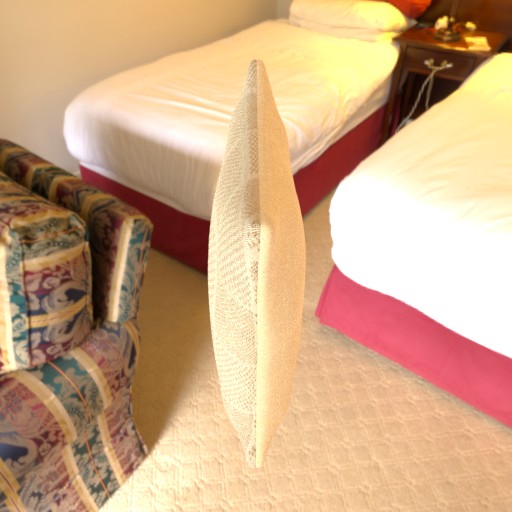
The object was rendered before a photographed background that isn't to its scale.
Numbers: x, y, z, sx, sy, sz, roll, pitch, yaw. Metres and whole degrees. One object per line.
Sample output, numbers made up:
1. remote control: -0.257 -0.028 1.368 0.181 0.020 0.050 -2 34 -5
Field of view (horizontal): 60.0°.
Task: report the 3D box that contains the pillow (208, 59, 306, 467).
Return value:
1. pillow: 0.000 0.000 0.657 0.138 0.432 0.436 0 40 0
